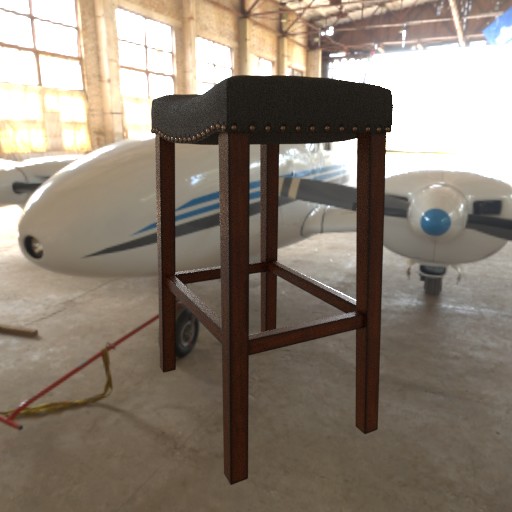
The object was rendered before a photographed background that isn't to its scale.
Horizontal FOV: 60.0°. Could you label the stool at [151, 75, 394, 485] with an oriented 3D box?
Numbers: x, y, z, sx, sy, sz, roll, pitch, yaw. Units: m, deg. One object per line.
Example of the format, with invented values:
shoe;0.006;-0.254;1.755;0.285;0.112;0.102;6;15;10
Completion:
stool;0.000;0.000;1.047;0.366;0.748;0.502;-8;17;-26
